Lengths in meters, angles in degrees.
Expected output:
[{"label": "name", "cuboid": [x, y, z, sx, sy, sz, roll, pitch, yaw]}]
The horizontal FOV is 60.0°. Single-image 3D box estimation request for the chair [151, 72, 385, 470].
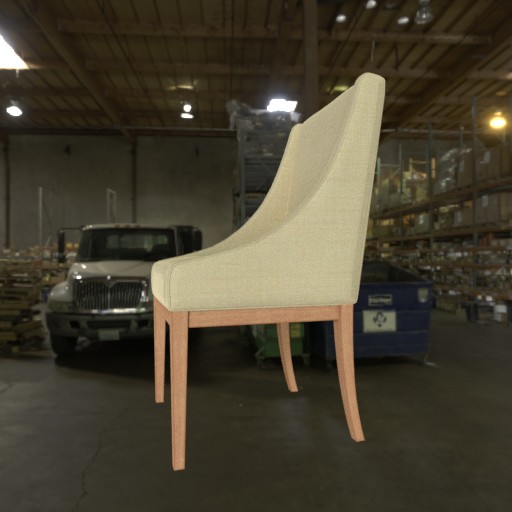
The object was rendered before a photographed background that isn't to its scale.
[{"label": "chair", "cuboid": [0.000, 0.000, 1.399, 0.611, 1.021, 0.575, 0, 0, -17]}]
